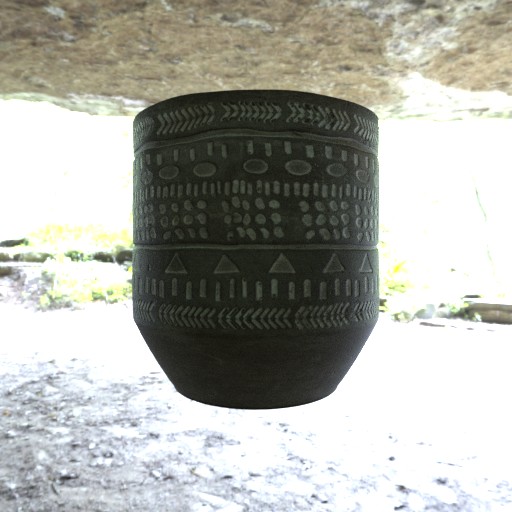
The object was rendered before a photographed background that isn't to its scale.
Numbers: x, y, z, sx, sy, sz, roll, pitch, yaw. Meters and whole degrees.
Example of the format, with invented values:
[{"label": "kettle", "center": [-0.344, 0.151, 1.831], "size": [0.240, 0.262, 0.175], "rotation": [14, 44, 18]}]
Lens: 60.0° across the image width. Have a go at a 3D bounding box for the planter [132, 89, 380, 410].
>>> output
[{"label": "planter", "center": [0.000, 0.000, 0.264], "size": [0.142, 0.149, 0.142], "rotation": [0, 1, 0]}]
